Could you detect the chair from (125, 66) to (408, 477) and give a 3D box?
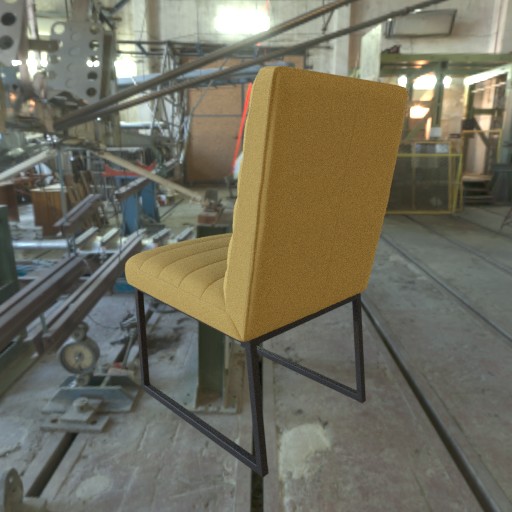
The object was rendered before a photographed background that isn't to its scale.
[{"bbox_3d":[0.000,0.000,1.288,0.520,0.930,0.634,-14,21,-43],"label":"chair"}]
